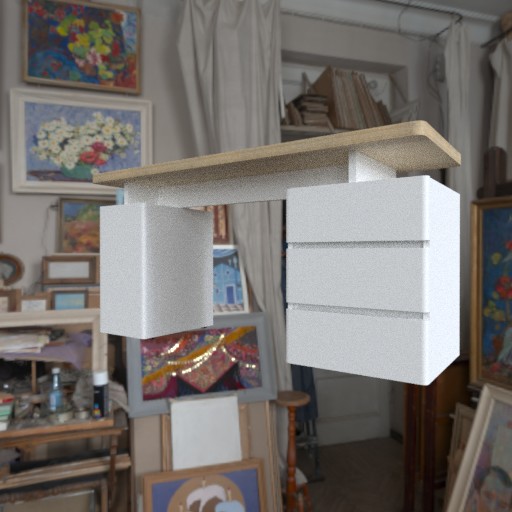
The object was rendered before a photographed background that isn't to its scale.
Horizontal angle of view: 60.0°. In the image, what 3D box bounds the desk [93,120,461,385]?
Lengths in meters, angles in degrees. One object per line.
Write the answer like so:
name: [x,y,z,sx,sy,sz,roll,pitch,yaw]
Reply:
desk: [0.000,0.000,1.866,1.500,0.755,0.550,0,0,35]
